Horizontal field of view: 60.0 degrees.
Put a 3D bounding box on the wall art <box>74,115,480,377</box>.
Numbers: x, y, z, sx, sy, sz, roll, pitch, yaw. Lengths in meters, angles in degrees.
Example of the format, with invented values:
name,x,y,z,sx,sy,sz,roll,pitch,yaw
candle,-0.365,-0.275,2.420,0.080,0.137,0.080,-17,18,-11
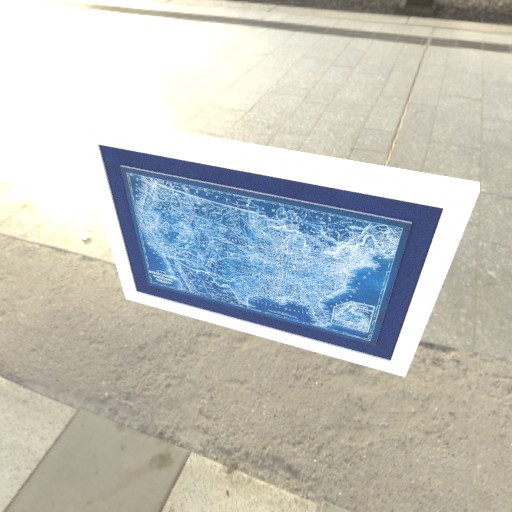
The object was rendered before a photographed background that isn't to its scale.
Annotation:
name,x,y,z,sx,sy,sz,roll,pitch,yaw
wall art,0.000,0.000,1.685,1.308,0.902,0.051,13,44,14
